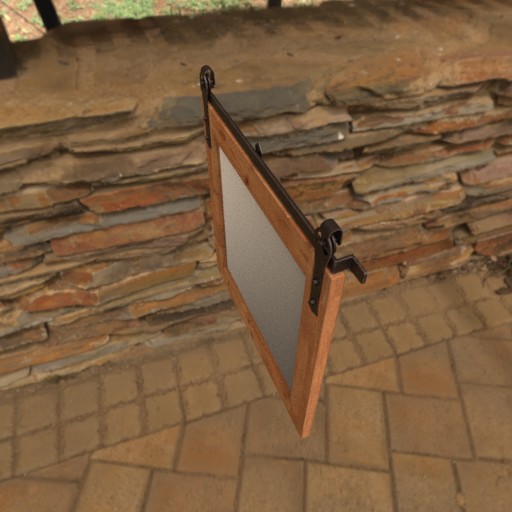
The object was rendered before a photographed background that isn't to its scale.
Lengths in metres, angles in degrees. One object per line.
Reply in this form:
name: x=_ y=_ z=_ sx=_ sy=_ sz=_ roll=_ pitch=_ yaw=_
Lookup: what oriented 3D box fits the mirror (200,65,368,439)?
mirror: x=0.000 y=0.000 z=1.216 sx=0.054 sy=0.800 sz=0.805 roll=-17 pitch=49 yaw=-16
